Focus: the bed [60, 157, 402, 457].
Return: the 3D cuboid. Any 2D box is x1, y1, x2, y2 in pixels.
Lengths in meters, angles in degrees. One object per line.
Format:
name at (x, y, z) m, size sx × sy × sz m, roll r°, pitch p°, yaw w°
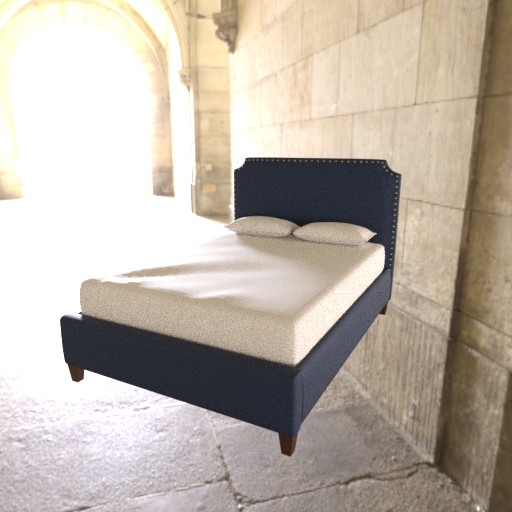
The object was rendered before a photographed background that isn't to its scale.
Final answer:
bed at (0.000, 0.000, 3.470) m, size 1.712 × 1.443 × 2.372 m, roll 7°, pitch 16°, yaw 27°
